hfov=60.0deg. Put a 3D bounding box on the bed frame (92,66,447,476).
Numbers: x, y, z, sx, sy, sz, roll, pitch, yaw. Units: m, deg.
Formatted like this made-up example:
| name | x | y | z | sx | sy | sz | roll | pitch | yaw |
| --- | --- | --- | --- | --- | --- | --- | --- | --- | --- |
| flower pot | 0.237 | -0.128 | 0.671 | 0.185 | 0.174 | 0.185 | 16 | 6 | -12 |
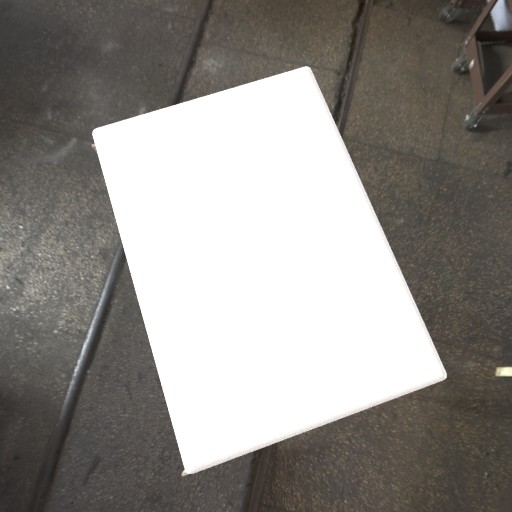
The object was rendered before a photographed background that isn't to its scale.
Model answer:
| name | x | y | z | sx | sy | sz | roll | pitch | yaw |
| --- | --- | --- | --- | --- | --- | --- | --- | --- | --- |
| bed frame | 0.000 | 0.000 | 2.577 | 1.445 | 0.497 | 1.945 | -18 | 75 | -5 |
